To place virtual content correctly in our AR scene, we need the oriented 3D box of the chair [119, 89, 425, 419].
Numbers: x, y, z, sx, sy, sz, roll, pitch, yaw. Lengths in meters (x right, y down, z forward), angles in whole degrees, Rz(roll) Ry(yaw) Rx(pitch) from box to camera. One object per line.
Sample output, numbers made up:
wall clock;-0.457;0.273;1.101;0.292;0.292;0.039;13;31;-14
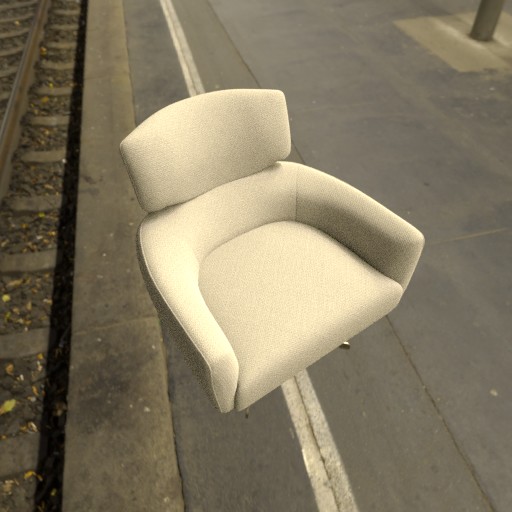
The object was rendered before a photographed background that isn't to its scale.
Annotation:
chair;0.000;0.000;1.431;0.760;0.810;0.730;-27;51;-24
